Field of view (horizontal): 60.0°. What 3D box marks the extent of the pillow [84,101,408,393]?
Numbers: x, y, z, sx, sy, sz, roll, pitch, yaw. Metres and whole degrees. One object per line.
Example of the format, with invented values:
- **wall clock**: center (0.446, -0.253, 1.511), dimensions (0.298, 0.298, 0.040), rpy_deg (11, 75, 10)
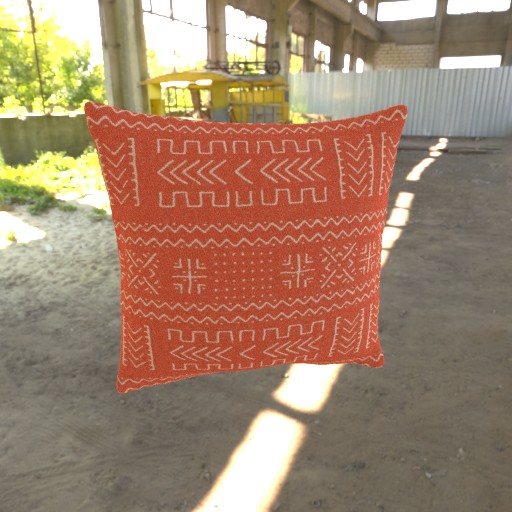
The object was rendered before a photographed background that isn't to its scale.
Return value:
- **pillow**: center (0.000, 0.000, 0.652), dimensions (0.438, 0.429, 0.164), rpy_deg (-3, 19, -8)
